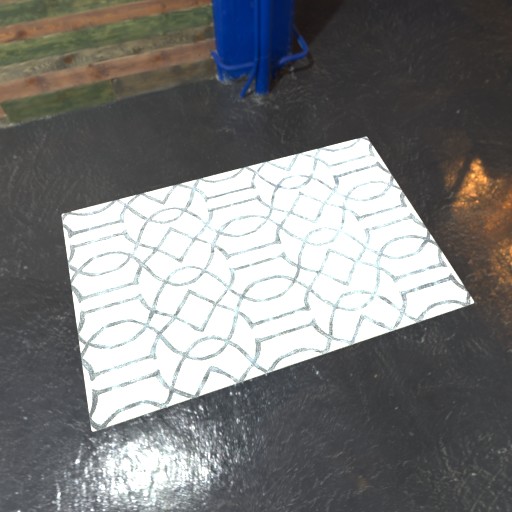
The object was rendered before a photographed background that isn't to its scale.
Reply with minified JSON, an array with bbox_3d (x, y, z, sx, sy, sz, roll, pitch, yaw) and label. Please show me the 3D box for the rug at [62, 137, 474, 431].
[{"bbox_3d":[0.000,0.000,2.935,2.365,0.017,1.521,-16,60,-10],"label":"rug"}]
